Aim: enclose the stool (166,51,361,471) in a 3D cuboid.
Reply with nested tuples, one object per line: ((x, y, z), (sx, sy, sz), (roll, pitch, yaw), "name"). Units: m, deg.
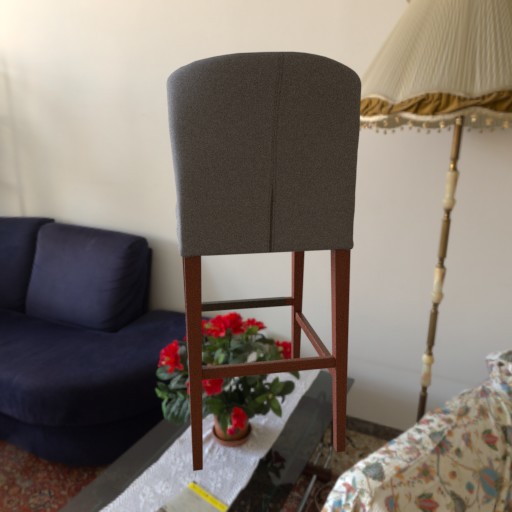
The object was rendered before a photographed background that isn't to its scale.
((0.000, 0.000, 1.353), (0.481, 1.069, 0.568), (-3, 16, -10), "stool")
